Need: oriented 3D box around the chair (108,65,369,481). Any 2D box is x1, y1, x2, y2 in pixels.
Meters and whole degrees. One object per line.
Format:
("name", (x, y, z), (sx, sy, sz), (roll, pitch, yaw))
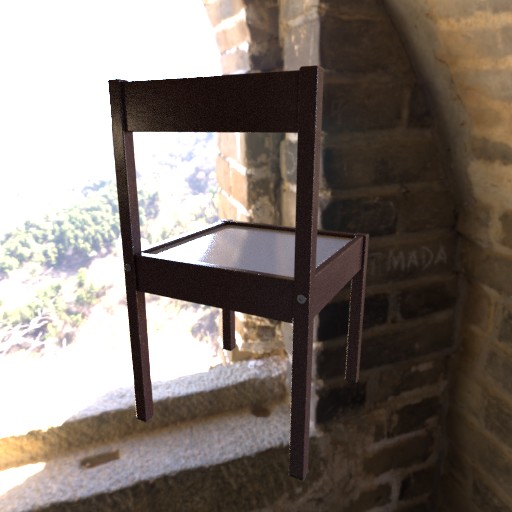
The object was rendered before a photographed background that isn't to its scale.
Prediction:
("chair", (0.000, 0.000, 0.694), (0.285, 0.505, 0.285), (8, 18, 26))
